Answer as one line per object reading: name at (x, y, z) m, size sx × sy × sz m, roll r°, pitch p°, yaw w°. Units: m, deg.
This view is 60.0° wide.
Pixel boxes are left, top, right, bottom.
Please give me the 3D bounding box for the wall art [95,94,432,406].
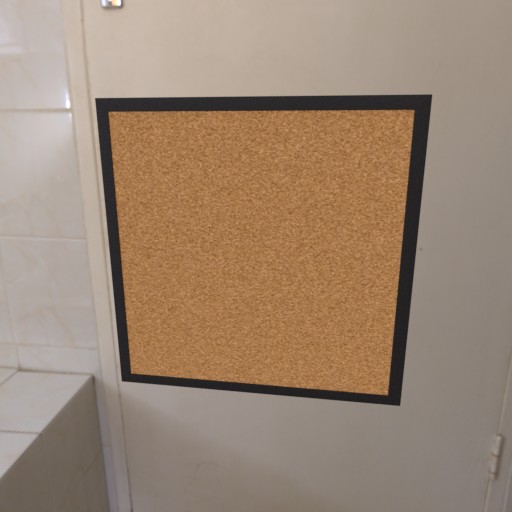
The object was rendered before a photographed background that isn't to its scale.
wall art at (0.000, 0.000, 0.745) m, size 0.506 × 0.503 × 0.036 m, roll 2°, pitch 16°, yaw 8°
